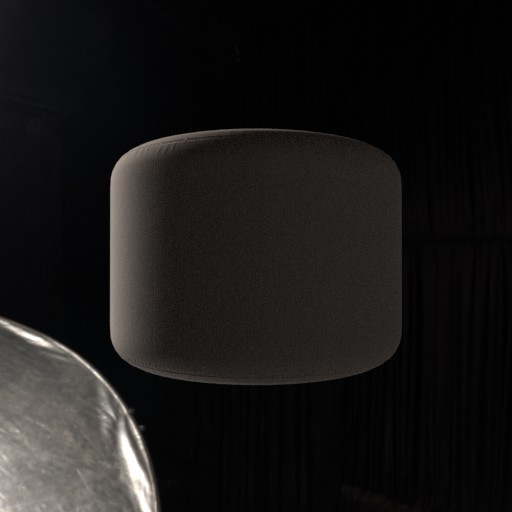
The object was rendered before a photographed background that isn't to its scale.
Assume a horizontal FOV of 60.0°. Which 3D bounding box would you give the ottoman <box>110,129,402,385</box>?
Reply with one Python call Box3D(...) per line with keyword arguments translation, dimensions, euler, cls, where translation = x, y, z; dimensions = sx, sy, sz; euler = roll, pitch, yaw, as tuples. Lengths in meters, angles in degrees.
Box3D(translation=(0.000, 0.000, 0.973), dimensions=(0.608, 0.433, 0.608), euler=(0, 0, 0), cls="ottoman")
